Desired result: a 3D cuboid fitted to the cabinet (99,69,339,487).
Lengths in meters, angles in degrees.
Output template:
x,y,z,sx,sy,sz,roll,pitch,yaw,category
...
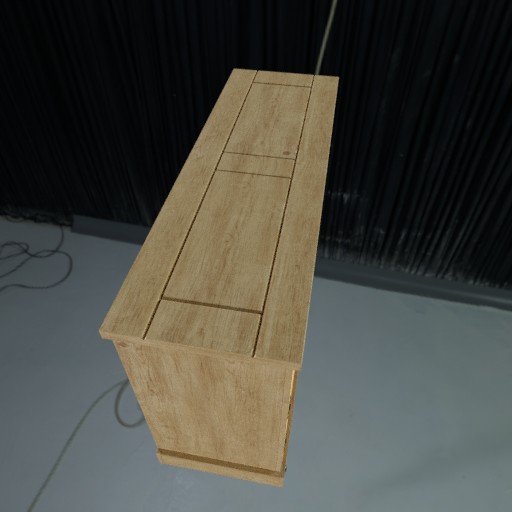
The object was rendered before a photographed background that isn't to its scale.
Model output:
x,y,z,sx,sy,sz,roll,pitch,yaw,category
0.000,0.000,1.653,0.432,0.810,1.321,8,47,7,cabinet
